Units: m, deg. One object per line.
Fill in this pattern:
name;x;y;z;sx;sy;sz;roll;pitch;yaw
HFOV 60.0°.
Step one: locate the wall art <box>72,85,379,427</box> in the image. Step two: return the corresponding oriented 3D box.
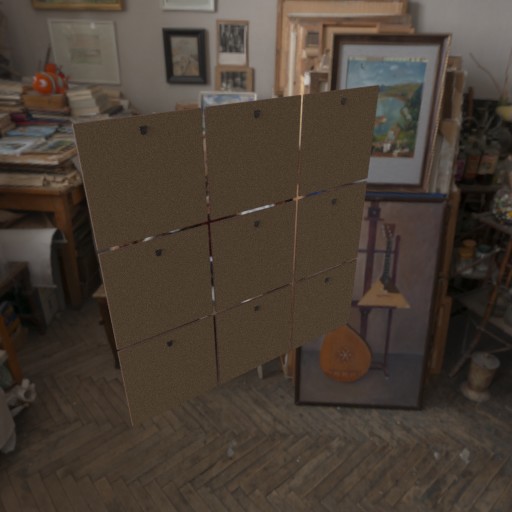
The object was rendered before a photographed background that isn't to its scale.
wall art;0.000;0.000;2.283;1.533;1.532;0.019;-18;34;-29
